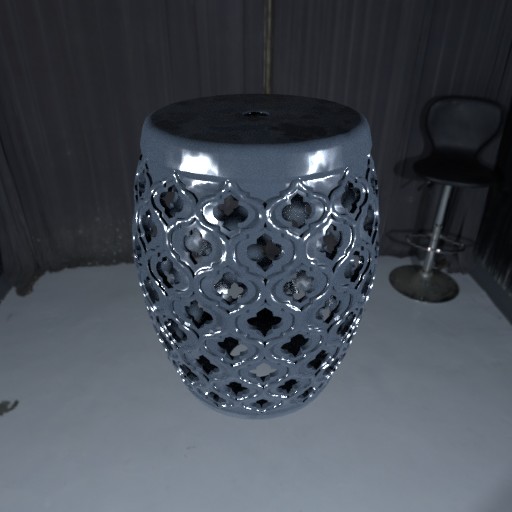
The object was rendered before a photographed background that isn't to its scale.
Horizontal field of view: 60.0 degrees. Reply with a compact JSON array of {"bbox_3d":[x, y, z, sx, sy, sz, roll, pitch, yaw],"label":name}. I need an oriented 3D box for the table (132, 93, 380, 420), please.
[{"bbox_3d":[0.000,0.000,0.619,0.325,0.388,0.325,0,31,0],"label":"table"}]
